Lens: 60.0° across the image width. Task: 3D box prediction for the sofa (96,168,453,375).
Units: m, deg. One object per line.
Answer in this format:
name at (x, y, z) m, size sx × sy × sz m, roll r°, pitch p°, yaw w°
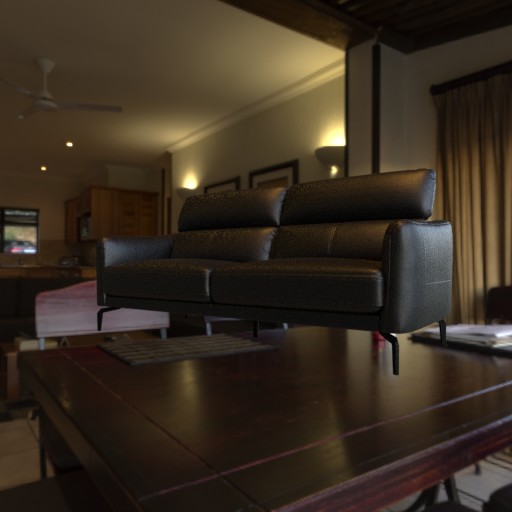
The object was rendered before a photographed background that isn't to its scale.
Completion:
sofa at (0.000, 0.000, 2.617) m, size 2.069 × 0.957 × 0.856 m, roll -1°, pitch -1°, yaw 36°
